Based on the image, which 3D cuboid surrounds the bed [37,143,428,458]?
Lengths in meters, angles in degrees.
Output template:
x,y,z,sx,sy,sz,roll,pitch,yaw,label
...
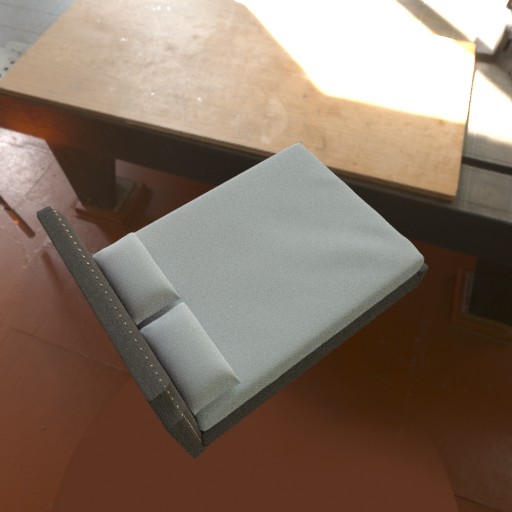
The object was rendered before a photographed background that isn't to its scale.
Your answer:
x,y,z,sx,sy,sz,roll,pitch,yaw,label
0.000,0.000,3.467,2.381,1.457,1.713,-32,64,-18,bed
